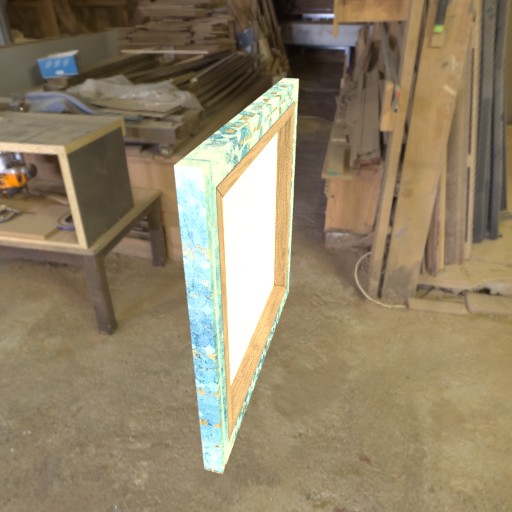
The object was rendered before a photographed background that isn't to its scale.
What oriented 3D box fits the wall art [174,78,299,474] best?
[{"bbox_3d":[0.000,0.000,0.939,0.040,0.609,0.609,8,32,13],"label":"wall art"}]
